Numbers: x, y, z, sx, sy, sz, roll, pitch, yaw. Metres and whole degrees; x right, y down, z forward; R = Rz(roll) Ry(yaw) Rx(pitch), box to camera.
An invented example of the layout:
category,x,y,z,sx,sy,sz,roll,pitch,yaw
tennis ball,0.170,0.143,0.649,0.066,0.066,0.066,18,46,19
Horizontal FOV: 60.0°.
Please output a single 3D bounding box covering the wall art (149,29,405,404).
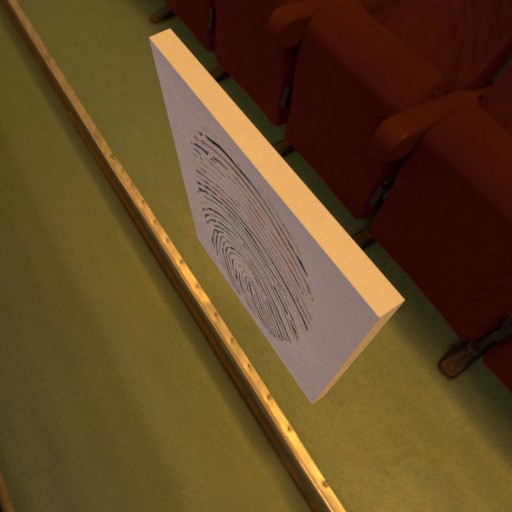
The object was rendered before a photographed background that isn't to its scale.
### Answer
category,x,y,z,sx,sy,sz,roll,pitch,yaw
wall art,0.000,0.000,0.821,0.037,0.606,0.508,-31,67,-14
